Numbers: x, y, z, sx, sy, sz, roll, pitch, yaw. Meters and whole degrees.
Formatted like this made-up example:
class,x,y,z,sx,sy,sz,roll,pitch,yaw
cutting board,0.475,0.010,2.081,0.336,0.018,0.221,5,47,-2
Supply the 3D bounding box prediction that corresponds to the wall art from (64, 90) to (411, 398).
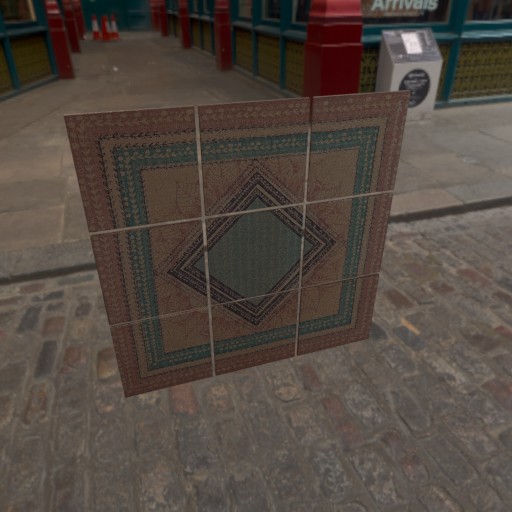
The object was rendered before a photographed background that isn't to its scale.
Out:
class,x,y,z,sx,sy,sz,roll,pitch,yaw
wall art,0.000,0.000,2.267,1.527,1.525,0.014,-10,32,-16
